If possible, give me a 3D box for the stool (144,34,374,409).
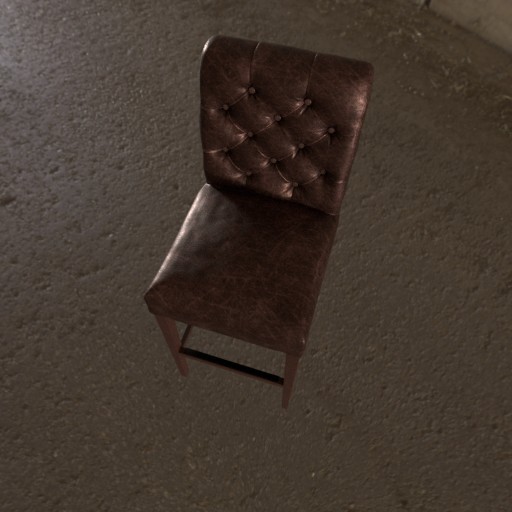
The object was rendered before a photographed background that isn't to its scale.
[{"bbox_3d":[0.000,0.000,1.511,0.483,1.168,0.659,15,59,9],"label":"stool"}]
